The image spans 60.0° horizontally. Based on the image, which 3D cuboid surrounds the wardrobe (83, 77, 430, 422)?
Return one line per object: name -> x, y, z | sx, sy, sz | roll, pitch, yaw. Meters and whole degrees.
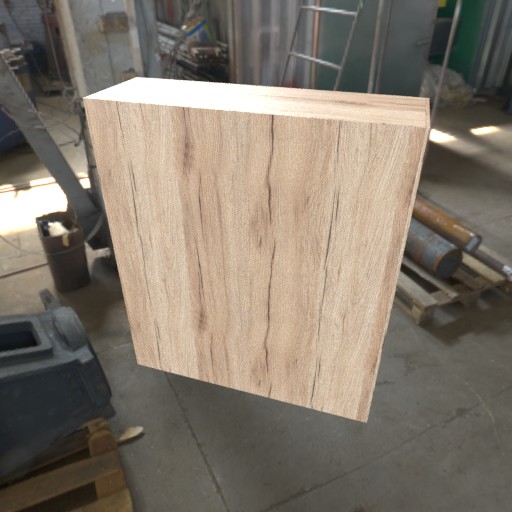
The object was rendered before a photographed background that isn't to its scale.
wardrobe -> 0.000, 0.000, 2.994 | 1.810, 2.070, 0.580 | 10, 34, 15
